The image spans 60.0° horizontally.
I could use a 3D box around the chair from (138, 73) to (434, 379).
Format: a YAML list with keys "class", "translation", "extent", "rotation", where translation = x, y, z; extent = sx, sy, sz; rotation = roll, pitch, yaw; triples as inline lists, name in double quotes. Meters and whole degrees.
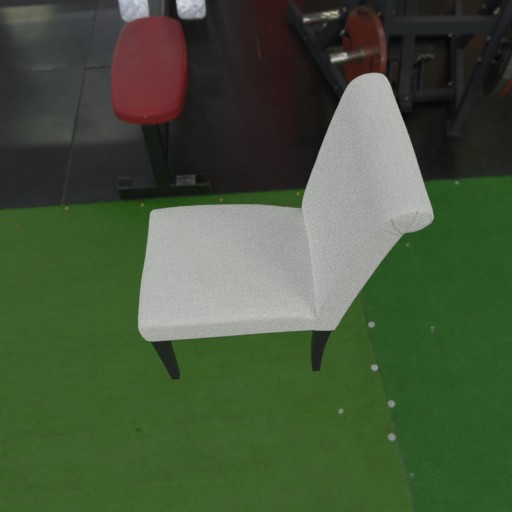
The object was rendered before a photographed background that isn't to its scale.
- class: "chair"
  translation: [0.000, 0.000, 1.388]
  extent: [0.708, 0.976, 0.452]
  rotation: [-2, 57, -2]
